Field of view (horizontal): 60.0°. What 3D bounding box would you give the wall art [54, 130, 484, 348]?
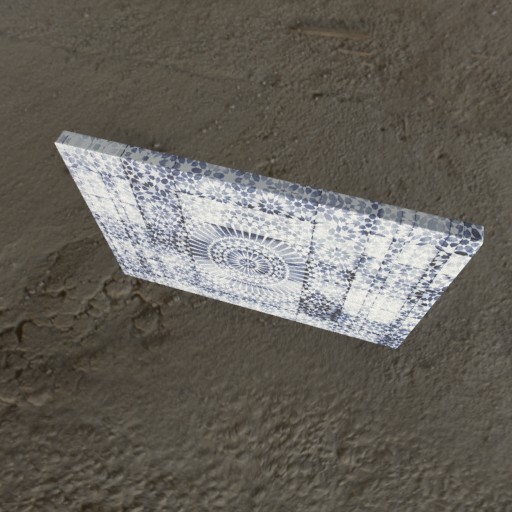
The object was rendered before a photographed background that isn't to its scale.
[{"bbox_3d":[0.000,0.000,0.784,0.608,0.406,0.030,14,60,8],"label":"wall art"}]
